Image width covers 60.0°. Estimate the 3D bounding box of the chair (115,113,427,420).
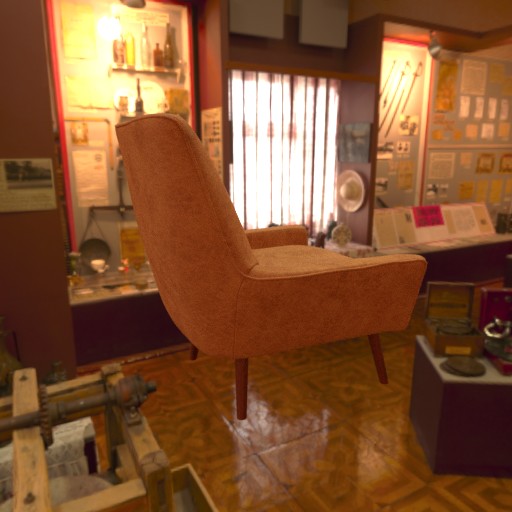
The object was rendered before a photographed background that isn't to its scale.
[{"bbox_3d":[0.000,0.000,1.513,0.851,0.883,0.753,-7,14,-26],"label":"chair"}]
